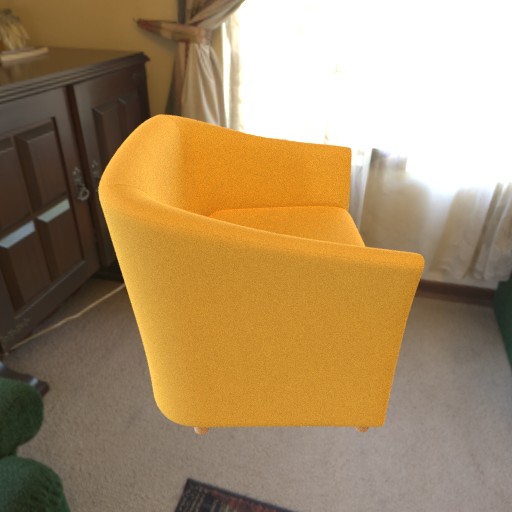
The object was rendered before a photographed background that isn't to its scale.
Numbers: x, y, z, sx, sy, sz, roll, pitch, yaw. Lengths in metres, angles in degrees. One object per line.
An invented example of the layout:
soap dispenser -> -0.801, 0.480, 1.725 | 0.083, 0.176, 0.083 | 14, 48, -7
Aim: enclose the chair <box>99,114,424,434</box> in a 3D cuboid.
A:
chair -> 0.000, 0.000, 1.343 | 0.700, 0.720, 0.790 | 0, 31, -1
